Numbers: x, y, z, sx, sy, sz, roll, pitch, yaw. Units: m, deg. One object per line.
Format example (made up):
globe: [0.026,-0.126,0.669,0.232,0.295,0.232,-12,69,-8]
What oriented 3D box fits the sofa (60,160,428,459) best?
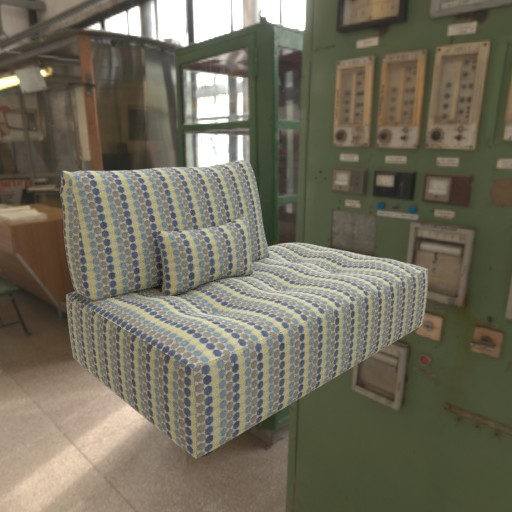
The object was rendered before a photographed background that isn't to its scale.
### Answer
sofa: [0.000,0.000,2.001,1.450,0.820,1.000,-13,19,-43]
